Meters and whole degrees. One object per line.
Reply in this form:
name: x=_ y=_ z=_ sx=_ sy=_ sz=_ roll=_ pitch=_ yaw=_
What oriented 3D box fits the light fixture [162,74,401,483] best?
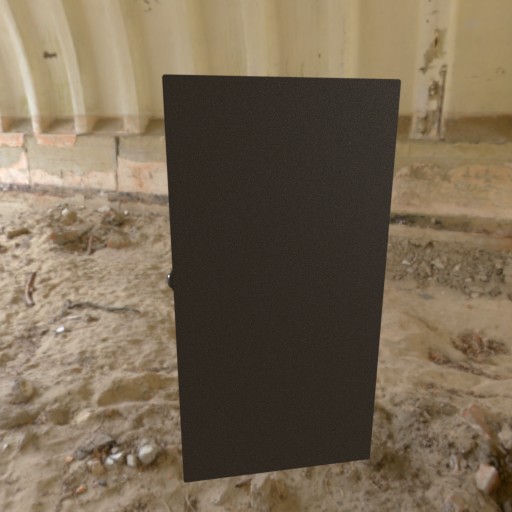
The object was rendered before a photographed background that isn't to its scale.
light fixture: x=0.000 y=0.000 z=0.257 sx=0.098 sy=0.179 sz=0.138 roll=-3 pitch=16 yaw=-9
